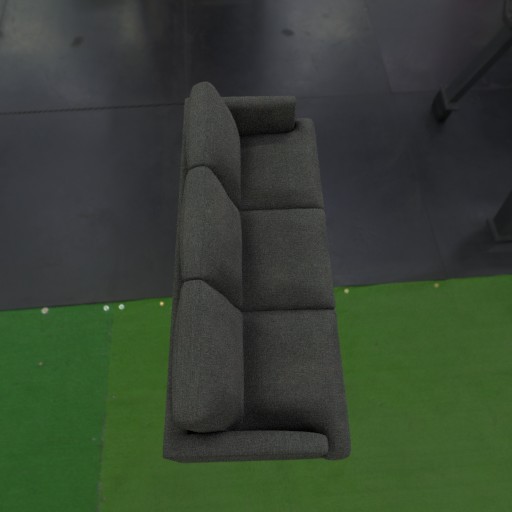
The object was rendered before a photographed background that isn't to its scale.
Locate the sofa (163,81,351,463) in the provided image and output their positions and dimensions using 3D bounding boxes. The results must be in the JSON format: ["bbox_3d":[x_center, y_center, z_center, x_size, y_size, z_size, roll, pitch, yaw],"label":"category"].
[{"bbox_3d":[0.000,0.000,2.668,0.903,0.930,2.246,-1,63,-1],"label":"sofa"}]
